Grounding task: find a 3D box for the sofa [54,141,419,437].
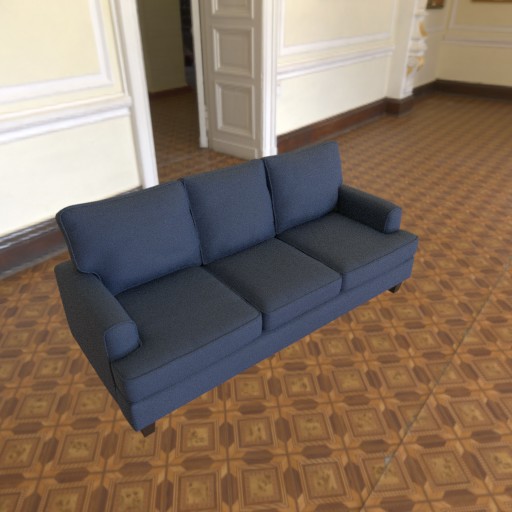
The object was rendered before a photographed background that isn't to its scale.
[{"bbox_3d":[0.000,0.000,2.752,2.158,0.965,0.951,-22,37,-32],"label":"sofa"}]
